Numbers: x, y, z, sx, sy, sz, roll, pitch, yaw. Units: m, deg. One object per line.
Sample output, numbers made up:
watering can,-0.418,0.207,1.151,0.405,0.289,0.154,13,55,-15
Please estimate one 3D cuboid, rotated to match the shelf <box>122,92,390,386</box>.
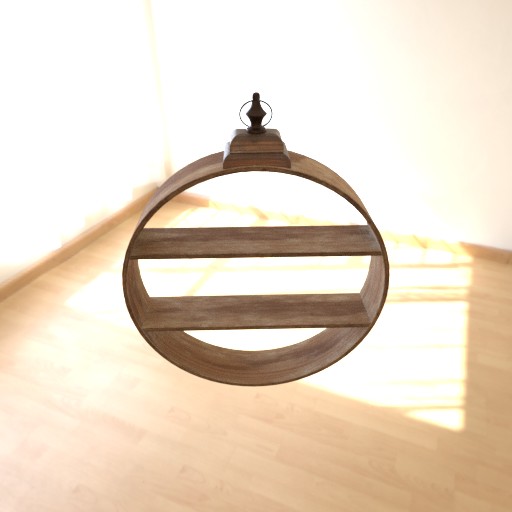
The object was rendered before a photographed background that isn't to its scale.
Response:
shelf,0.000,0.000,1.026,0.601,0.725,0.125,-1,31,-2
